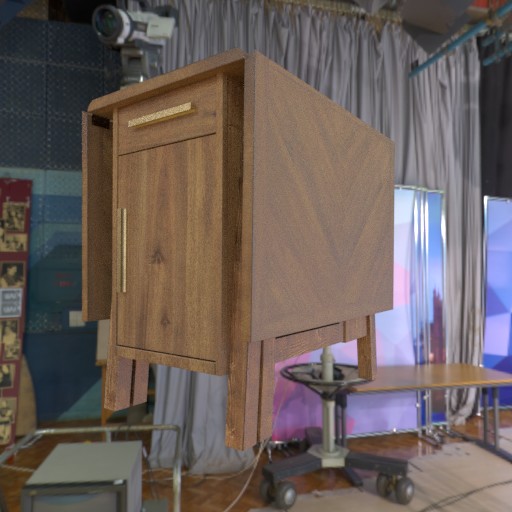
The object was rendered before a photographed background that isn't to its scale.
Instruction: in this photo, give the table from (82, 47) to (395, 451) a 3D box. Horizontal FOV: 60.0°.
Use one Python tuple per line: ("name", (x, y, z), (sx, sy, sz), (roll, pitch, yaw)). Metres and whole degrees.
("table", (0.000, 0.000, 1.619), (0.701, 0.981, 0.967), (-1, -2, 36))
